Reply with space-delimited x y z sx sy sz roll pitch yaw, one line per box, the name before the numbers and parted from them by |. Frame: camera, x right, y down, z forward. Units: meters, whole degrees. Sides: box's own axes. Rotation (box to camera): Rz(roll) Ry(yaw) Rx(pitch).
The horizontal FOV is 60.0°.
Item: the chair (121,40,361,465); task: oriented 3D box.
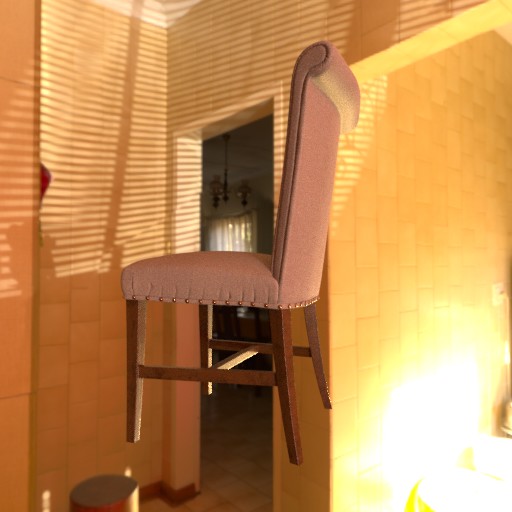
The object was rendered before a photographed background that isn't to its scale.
chair | 0.000 0.000 1.323 0.608 0.988 0.513 0 -1 19
